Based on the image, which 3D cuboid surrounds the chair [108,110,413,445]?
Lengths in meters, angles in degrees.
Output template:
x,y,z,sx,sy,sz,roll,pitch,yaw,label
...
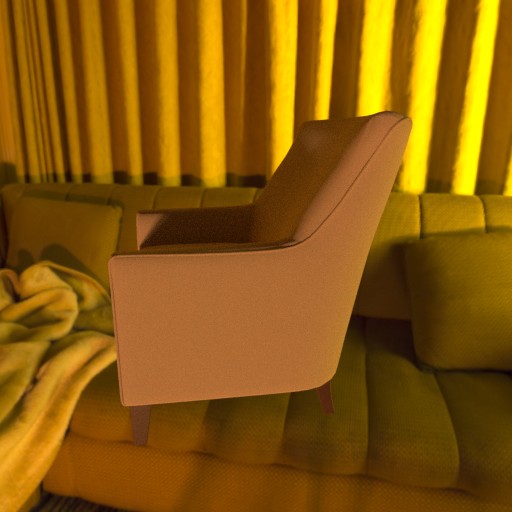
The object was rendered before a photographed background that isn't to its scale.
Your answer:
x,y,z,sx,sy,sz,roll,pitch,yaw,label
0.000,0.000,1.518,0.879,0.916,0.756,-2,15,-9,chair
